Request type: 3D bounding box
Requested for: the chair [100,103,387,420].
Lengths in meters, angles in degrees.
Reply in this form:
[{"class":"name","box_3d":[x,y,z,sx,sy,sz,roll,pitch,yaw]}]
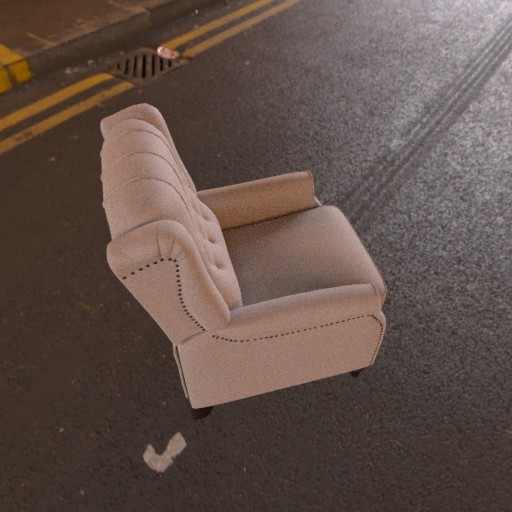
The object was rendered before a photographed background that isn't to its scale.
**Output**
[{"class":"chair","box_3d":[0.000,0.000,1.648,0.902,1.035,0.742,-11,48,-10]}]
